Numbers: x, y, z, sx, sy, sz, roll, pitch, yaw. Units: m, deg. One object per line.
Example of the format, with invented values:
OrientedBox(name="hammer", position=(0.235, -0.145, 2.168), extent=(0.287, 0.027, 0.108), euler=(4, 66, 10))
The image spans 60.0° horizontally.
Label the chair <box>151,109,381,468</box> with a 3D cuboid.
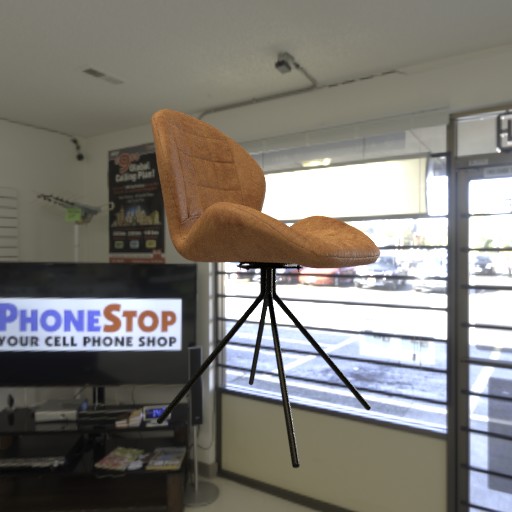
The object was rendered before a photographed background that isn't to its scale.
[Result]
OrientedBox(name="chair", position=(0.000, 0.000, 1.298), extent=(0.640, 0.929, 0.527), euler=(1, 1, 35))
